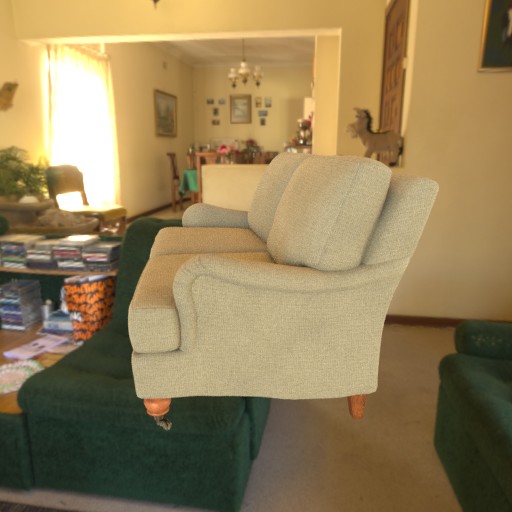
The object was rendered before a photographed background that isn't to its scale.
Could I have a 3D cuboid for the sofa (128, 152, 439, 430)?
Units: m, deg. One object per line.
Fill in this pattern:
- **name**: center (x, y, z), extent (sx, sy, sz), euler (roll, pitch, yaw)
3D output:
- **sofa**: center (0.000, 0.000, 2.213), extent (1.087, 0.999, 1.480), euler (-2, 14, -8)
